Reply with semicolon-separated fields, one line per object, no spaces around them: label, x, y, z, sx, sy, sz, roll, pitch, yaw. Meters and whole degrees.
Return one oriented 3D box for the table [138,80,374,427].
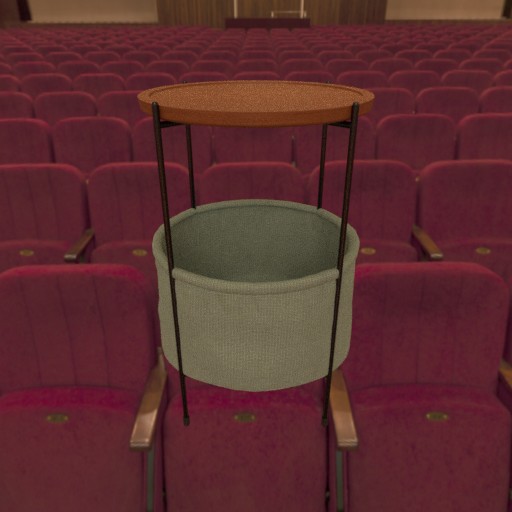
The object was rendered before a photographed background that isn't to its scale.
table;0.000;0.000;0.882;0.400;0.623;0.400;0;27;0
